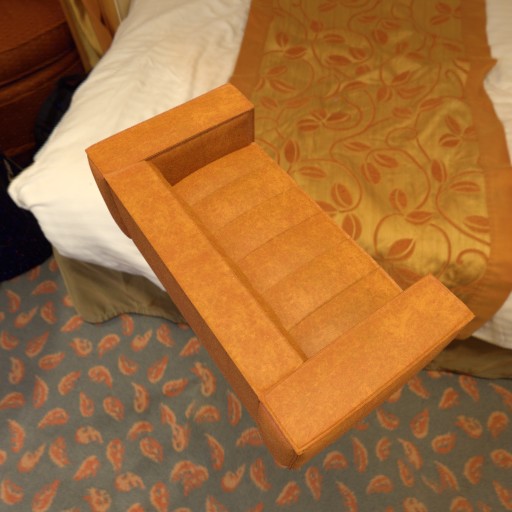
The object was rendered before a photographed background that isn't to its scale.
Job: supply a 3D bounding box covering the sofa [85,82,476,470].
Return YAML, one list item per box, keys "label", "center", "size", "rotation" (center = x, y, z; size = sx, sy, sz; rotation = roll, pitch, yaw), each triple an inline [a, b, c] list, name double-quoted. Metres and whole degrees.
- label: "sofa"
  center: [0.000, 0.000, 2.603]
  size: [1.102, 0.703, 2.088]
  rotation: [-31, 63, -18]
